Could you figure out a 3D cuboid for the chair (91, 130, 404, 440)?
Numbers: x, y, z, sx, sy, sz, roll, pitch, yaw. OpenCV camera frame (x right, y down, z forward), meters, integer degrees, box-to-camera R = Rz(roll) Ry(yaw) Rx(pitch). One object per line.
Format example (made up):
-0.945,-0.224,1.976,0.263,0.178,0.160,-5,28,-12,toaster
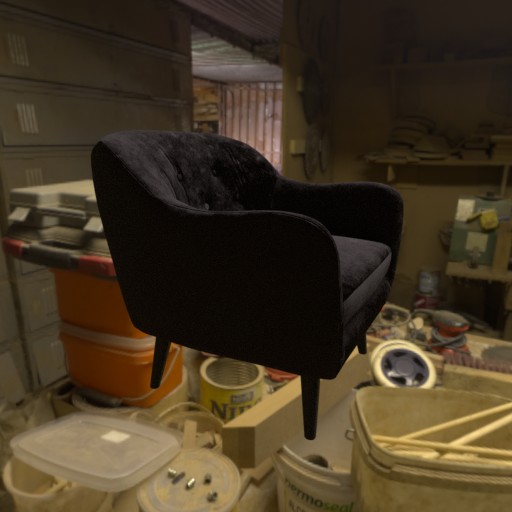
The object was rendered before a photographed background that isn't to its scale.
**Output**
0.000,0.000,1.474,0.819,0.807,0.840,8,17,27,chair
